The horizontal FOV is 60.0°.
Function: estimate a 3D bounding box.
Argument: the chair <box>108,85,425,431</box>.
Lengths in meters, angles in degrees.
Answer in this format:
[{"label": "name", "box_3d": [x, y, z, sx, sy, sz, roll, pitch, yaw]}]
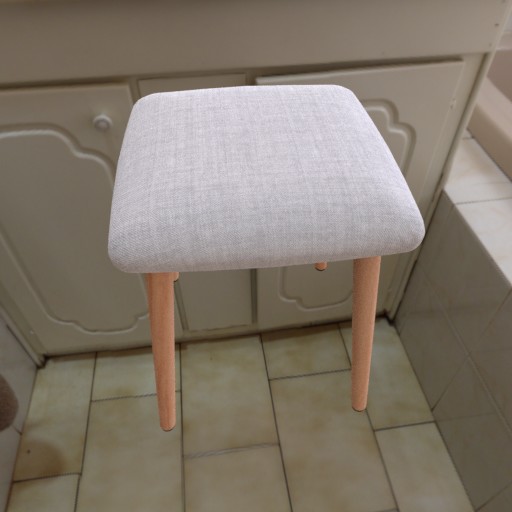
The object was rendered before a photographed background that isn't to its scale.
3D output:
[{"label": "chair", "box_3d": [0.000, 0.000, 0.693, 0.350, 0.440, 0.350, -4, 46, -4]}]
